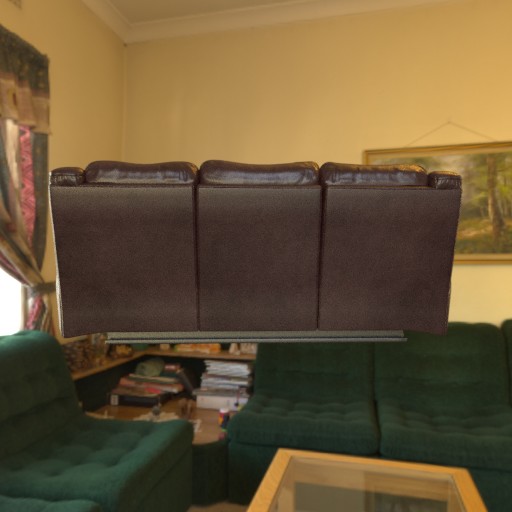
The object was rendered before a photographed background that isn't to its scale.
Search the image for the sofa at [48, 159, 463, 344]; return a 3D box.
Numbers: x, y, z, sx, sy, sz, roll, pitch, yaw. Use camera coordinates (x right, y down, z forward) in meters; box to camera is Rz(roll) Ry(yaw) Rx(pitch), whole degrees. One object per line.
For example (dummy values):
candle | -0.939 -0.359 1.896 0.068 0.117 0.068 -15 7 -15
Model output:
sofa | 0.000 0.000 2.819 2.337 1.043 0.991 0 -1 -3
